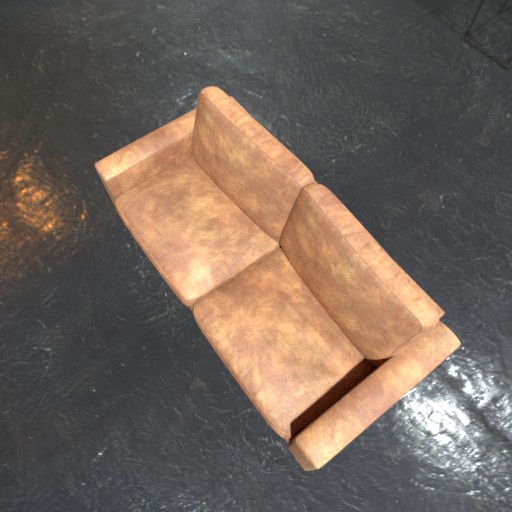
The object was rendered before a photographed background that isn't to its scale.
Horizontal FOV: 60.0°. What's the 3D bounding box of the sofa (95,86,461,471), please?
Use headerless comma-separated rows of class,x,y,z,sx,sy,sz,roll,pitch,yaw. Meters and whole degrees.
sofa,0.000,0.000,2.632,1.016,0.873,2.179,-34,68,-15
